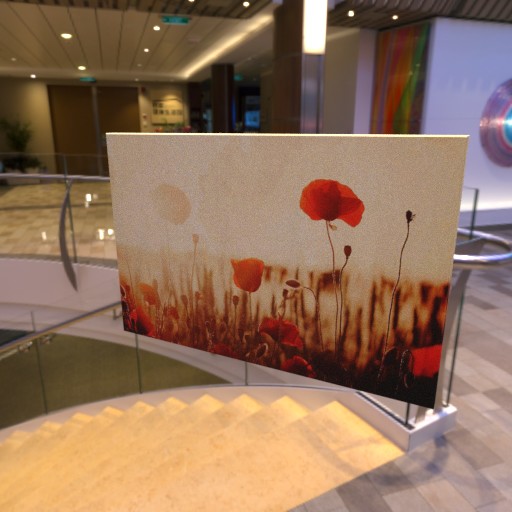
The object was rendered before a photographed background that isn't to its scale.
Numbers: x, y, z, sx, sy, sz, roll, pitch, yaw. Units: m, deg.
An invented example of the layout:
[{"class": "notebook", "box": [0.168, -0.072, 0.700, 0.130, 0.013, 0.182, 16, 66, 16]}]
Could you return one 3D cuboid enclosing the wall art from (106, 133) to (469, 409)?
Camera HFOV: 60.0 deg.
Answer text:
[{"class": "wall art", "box": [0.000, 0.000, 1.134, 0.918, 0.602, 0.038, 8, 18, 25]}]
